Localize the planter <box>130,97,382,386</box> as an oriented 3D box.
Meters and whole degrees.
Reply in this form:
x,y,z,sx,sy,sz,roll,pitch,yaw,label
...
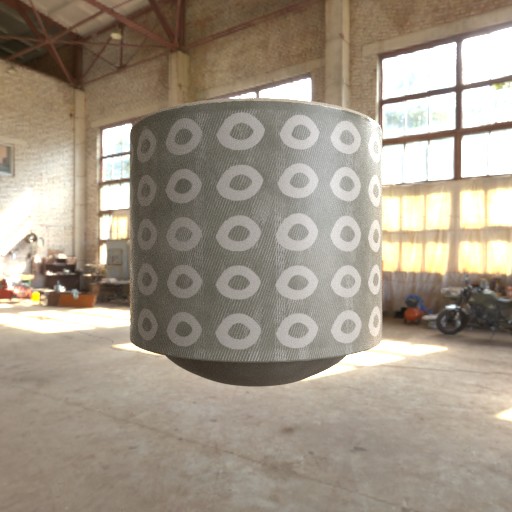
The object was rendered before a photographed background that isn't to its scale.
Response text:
x,y,z,sx,sy,sz,roll,pitch,yaw,label
0.000,0.000,0.457,0.250,0.239,0.250,0,0,0,planter
